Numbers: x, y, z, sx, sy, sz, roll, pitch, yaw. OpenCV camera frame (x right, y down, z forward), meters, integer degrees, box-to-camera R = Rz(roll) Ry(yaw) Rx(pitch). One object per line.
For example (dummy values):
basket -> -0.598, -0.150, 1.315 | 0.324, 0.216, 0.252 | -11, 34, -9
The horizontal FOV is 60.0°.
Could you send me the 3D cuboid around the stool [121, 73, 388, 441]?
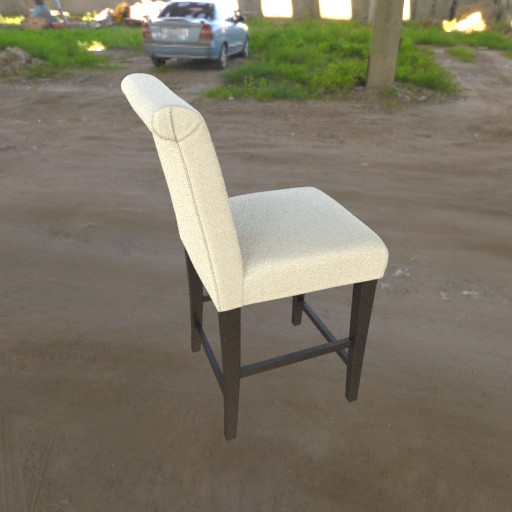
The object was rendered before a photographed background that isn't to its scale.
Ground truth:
stool -> 0.000, 0.000, 1.306 | 0.597, 0.976, 0.452 | -11, 32, -18
